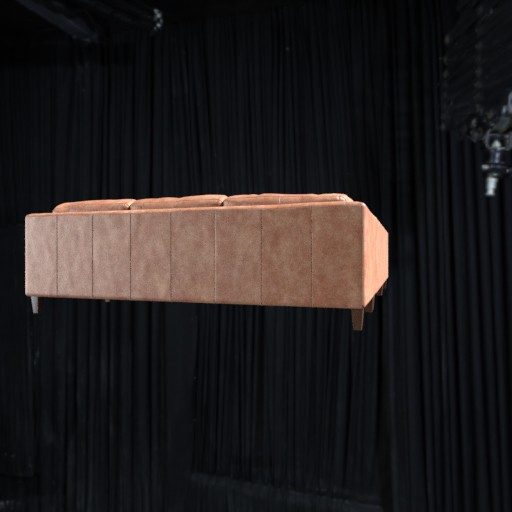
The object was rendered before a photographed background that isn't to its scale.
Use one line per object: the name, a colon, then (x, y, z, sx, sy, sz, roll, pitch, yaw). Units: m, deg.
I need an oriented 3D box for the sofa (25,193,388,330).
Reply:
sofa: (0.000, 0.000, 4.454, 2.430, 0.832, 3.401, 0, 0, 19)
